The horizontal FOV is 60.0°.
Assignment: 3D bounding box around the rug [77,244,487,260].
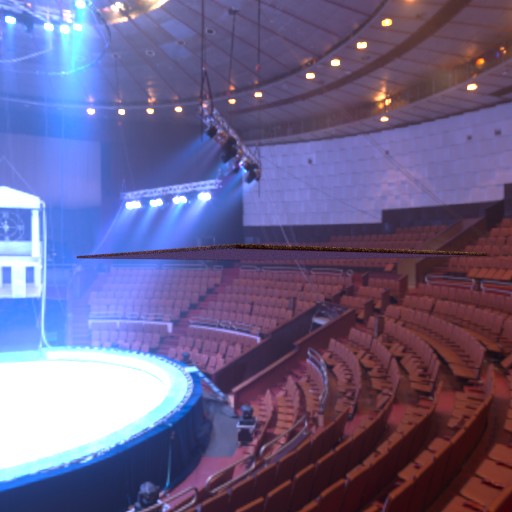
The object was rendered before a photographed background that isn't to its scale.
[{"bbox_3d":[0.000,0.000,4.050,2.401,0.025,3.000,1,-2,-36],"label":"rug"}]
